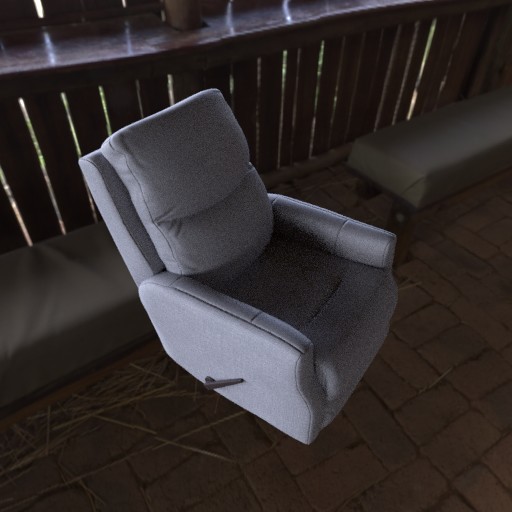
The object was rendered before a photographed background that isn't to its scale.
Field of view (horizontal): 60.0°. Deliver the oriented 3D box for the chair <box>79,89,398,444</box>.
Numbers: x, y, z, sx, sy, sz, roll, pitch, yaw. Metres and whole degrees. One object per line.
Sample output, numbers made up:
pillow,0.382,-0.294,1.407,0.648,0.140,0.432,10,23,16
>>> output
chair,0.000,0.000,1.786,1.080,1.030,0.829,26,48,26
